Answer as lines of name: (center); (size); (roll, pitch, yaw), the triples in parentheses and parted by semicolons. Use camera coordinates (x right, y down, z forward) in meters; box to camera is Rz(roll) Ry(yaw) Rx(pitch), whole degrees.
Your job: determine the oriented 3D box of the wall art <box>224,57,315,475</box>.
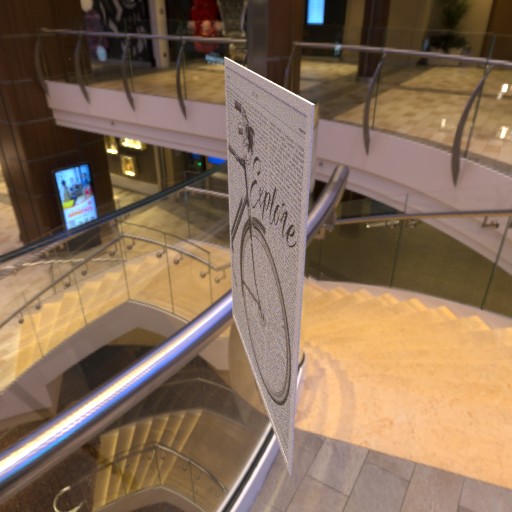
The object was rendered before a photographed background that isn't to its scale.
wall art: (0.000, 0.000, 0.795); (0.003, 0.610, 0.457); (-8, 31, -13)
